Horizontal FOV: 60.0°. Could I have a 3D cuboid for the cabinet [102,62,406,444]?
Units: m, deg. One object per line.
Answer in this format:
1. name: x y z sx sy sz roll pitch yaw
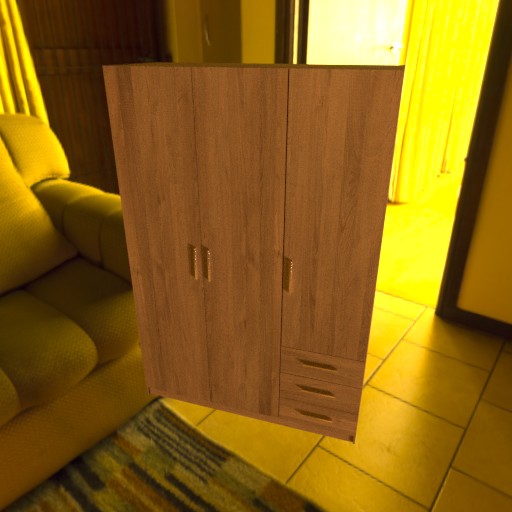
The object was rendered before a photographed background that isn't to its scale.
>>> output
1. cabinet: 0.000 0.000 2.415 1.290 1.910 0.510 8 26 16
